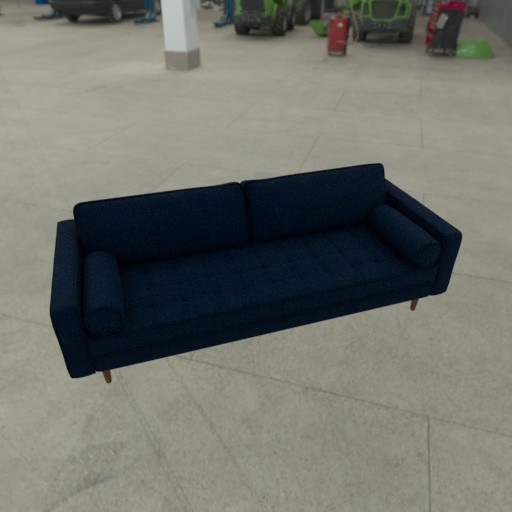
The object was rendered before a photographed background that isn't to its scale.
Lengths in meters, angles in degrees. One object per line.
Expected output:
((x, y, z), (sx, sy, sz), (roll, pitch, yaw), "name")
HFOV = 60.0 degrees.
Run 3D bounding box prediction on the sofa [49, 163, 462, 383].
((0.000, 0.000, 2.671), (2.210, 0.762, 0.914), (-10, 35, -15), "sofa")
